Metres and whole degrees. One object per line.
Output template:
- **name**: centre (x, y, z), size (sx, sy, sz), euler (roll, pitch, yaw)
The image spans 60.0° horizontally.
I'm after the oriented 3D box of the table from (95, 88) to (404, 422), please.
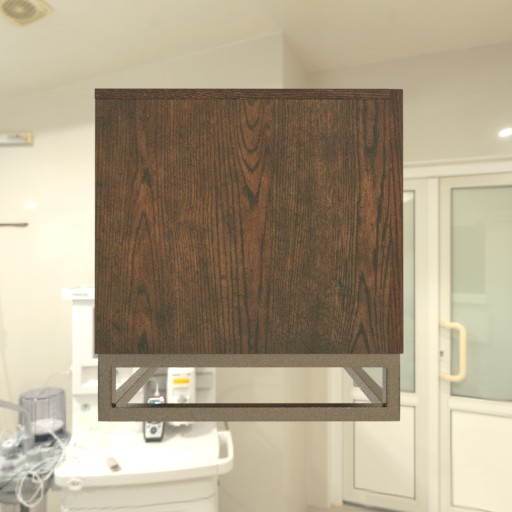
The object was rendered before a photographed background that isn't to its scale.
- **table**: centre (0.000, 0.000, 1.024), size (0.566, 0.582, 0.506), euler (0, 0, 0)
